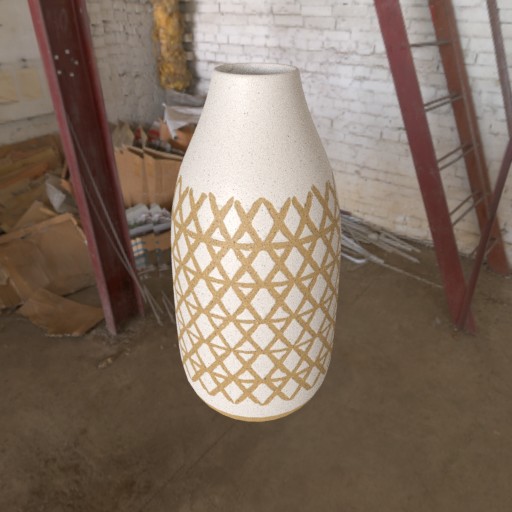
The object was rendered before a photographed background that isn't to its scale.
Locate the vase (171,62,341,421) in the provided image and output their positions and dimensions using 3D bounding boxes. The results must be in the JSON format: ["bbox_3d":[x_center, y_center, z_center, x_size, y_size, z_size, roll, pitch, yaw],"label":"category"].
[{"bbox_3d":[0.000,0.000,0.483,0.186,0.380,0.186,0,31,0],"label":"vase"}]
